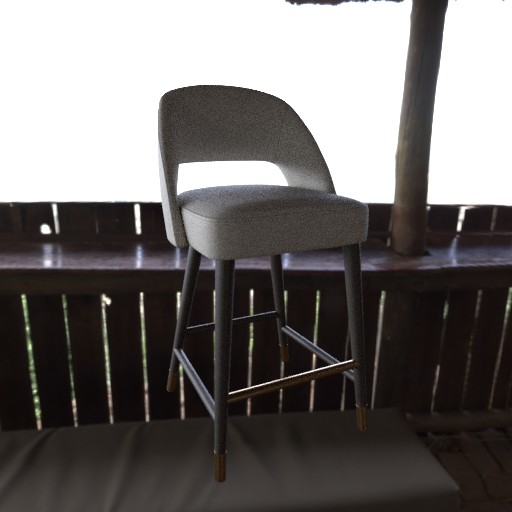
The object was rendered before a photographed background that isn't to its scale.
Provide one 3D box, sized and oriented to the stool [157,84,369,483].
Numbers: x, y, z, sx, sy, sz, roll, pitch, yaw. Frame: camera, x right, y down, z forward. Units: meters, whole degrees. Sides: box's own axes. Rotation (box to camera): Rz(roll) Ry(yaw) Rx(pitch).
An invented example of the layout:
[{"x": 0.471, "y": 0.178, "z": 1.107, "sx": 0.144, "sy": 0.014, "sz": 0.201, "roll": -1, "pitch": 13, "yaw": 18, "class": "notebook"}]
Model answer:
[{"x": 0.000, "y": 0.000, "z": 1.235, "sx": 0.494, "sy": 0.940, "sz": 0.509, "roll": -7, "pitch": 17, "yaw": -25, "class": "stool"}]
